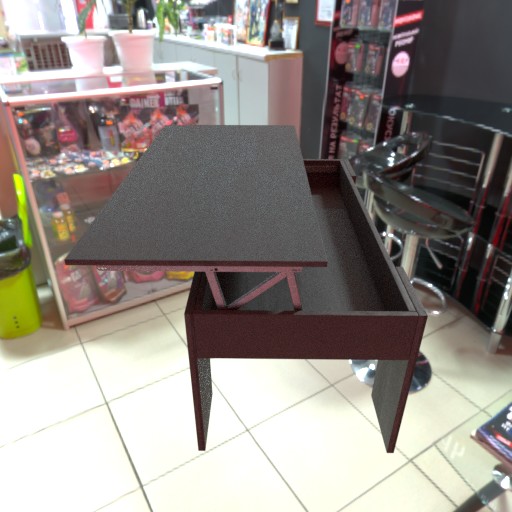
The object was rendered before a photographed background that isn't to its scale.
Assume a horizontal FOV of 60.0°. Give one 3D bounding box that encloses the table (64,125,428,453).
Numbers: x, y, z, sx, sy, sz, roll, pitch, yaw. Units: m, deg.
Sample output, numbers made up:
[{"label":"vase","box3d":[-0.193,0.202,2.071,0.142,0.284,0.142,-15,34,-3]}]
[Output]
[{"label":"table","box3d":[0.000,0.000,1.406,0.711,0.570,1.000,0,31,1]}]
